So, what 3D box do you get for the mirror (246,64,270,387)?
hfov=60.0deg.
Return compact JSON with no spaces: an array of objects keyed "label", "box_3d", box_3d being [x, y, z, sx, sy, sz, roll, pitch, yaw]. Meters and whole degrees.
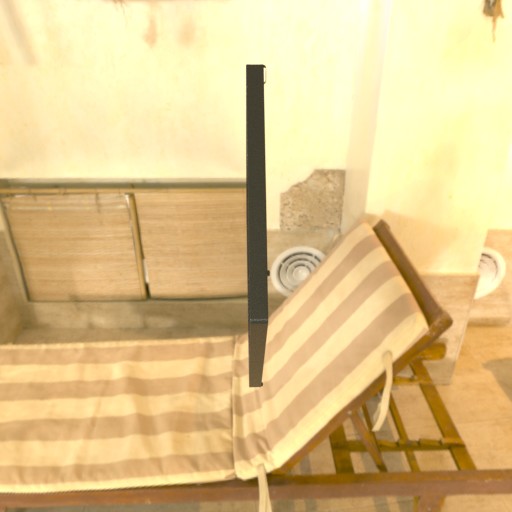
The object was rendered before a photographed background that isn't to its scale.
[{"label":"mirror","box_3d":[0.000,0.000,0.853,0.032,0.679,0.419,-1,28,-2]}]
